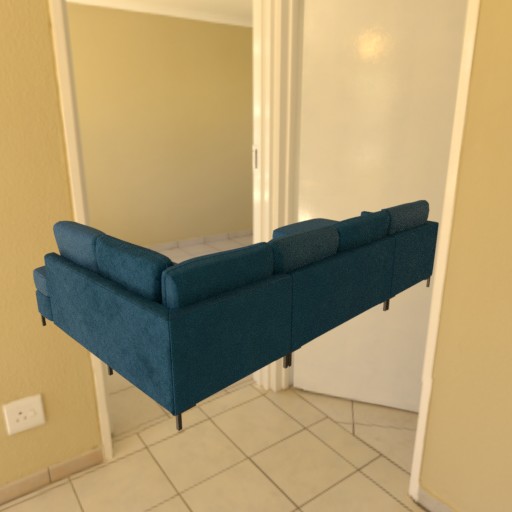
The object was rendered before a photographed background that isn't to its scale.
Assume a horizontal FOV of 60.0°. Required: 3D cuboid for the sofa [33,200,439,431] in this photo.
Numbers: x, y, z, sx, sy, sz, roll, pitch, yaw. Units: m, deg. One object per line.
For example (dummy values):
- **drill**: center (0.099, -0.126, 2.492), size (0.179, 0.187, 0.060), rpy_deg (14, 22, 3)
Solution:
- **sofa**: center (0.000, 0.000, 4.268), size (2.055, 0.992, 3.434), rpy_deg (16, 23, 42)
